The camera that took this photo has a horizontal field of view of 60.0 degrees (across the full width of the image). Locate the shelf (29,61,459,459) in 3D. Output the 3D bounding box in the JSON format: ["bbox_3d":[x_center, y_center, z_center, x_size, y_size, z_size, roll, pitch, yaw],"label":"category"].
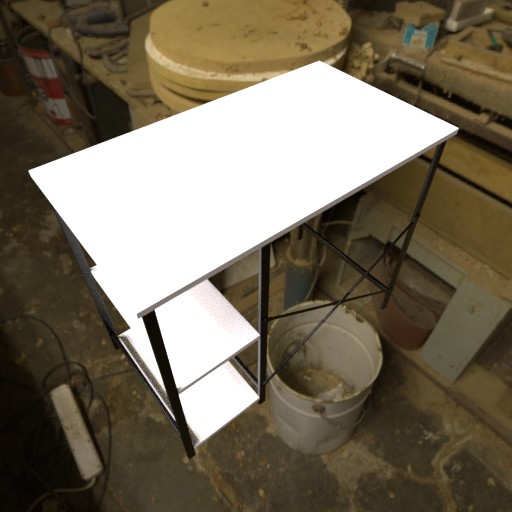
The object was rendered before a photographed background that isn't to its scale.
[{"bbox_3d":[0.000,0.000,1.323,0.902,0.750,0.498,-30,54,-25],"label":"shelf"}]
